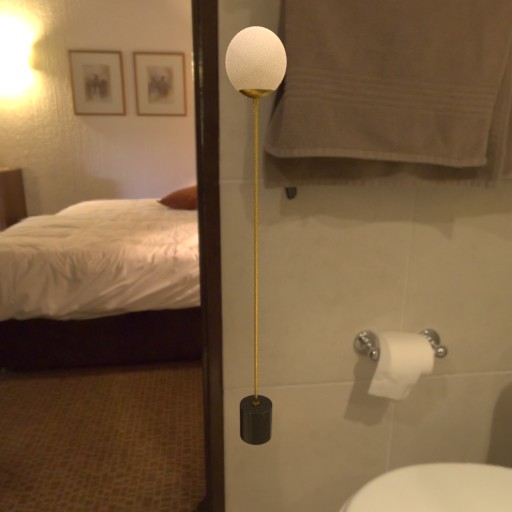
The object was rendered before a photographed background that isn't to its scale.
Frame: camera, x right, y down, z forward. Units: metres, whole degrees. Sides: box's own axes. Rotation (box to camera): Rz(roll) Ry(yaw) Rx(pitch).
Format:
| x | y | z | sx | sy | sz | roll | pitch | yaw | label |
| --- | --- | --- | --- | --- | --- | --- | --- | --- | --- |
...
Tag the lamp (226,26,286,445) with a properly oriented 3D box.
| x | y | z | sx | sy | sz | roll | pitch | yaw | label |
| --- | --- | --- | --- | --- | --- | --- | --- | --- | --- |
| 0.000 | 0.000 | 1.864 | 0.229 | 1.748 | 0.229 | -14 | 21 | -42 | lamp |
